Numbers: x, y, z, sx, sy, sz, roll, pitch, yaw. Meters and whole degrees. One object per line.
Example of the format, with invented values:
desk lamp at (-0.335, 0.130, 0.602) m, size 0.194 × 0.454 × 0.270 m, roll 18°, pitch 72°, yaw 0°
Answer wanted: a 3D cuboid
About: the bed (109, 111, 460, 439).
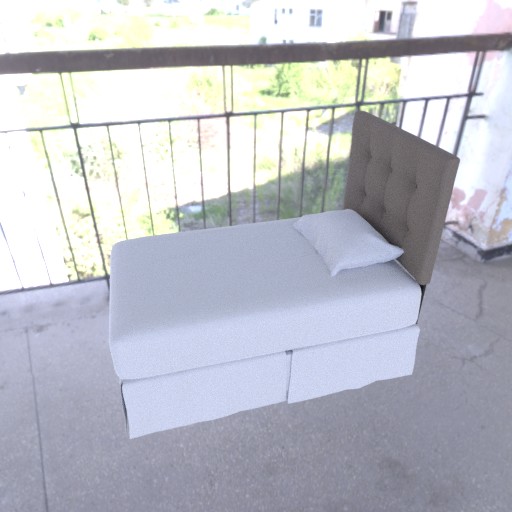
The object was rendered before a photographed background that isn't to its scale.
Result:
bed at (0.000, 0.000, 3.007) m, size 1.997 × 1.571 × 1.261 m, roll -8°, pitch 32°, yaw -13°
